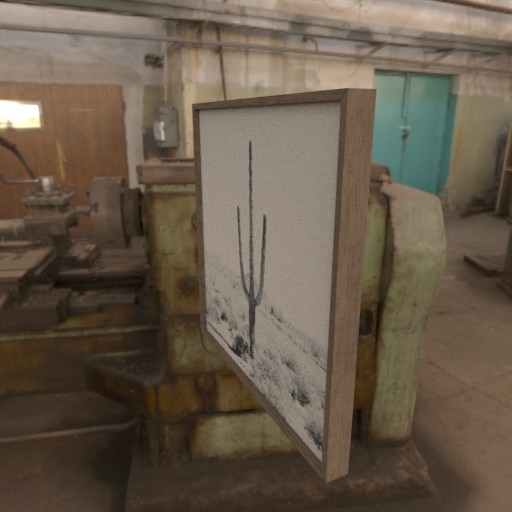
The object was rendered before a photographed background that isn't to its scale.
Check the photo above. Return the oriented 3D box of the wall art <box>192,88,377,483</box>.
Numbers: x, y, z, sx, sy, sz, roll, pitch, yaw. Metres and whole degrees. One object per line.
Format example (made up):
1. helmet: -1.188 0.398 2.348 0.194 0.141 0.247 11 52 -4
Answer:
1. wall art: 0.000 0.000 0.759 0.038 0.508 0.508 -8 19 -25
